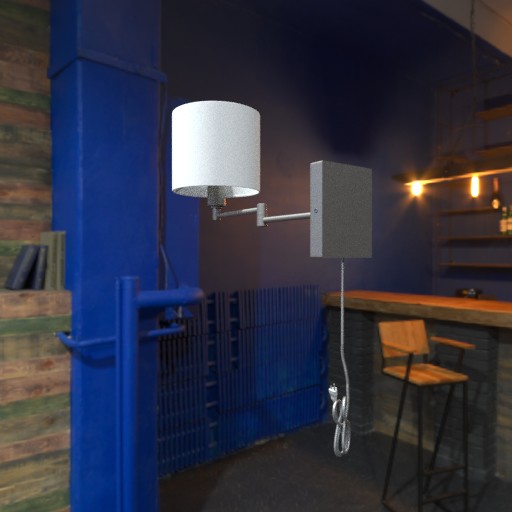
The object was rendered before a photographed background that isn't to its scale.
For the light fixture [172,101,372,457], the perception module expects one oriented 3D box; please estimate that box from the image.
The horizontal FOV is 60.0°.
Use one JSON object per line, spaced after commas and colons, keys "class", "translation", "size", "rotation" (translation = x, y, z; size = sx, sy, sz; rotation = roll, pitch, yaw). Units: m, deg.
{"class": "light fixture", "translation": [0.000, 0.000, 0.907], "size": [0.203, 0.651, 0.516], "rotation": [0, 0, -36]}
